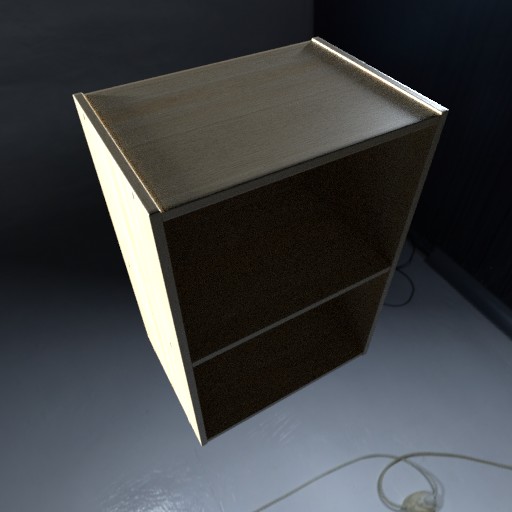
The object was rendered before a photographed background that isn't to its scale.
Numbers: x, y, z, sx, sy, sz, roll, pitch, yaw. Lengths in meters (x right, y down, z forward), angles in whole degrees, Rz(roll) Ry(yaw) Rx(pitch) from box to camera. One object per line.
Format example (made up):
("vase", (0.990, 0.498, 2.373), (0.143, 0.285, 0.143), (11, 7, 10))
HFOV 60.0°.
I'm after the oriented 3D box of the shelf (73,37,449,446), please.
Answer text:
("shelf", (0.000, 0.000, 0.803), (0.414, 0.592, 0.290), (-23, 50, -20))
